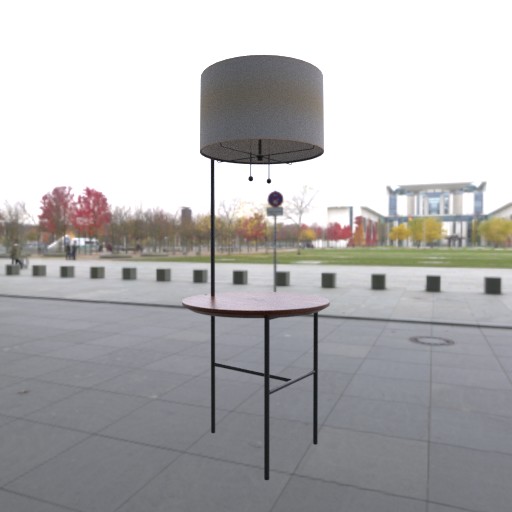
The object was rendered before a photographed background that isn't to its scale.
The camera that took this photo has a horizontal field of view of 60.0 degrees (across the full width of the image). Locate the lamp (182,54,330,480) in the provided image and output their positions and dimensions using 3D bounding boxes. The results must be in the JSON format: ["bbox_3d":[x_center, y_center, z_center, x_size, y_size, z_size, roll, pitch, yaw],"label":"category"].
[{"bbox_3d":[0.000,0.000,1.737,0.573,1.517,0.573,0,2,0],"label":"lamp"}]
